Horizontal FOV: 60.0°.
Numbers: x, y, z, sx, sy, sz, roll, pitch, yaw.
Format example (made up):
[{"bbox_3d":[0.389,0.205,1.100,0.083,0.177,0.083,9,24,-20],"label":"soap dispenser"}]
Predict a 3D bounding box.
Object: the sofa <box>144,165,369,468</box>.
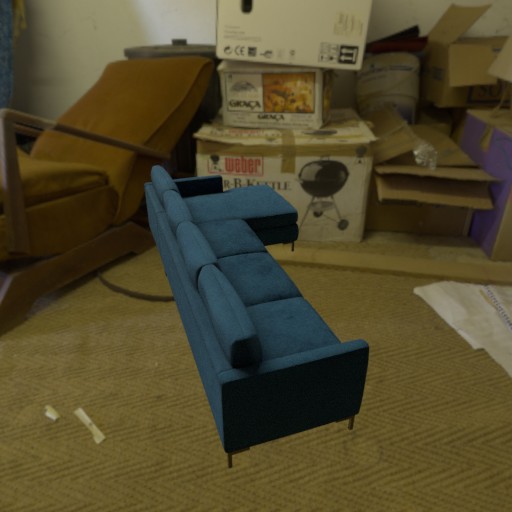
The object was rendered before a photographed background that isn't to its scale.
[{"bbox_3d":[0.000,0.000,3.487,1.350,0.810,2.932,-10,30,-17],"label":"sofa"}]
